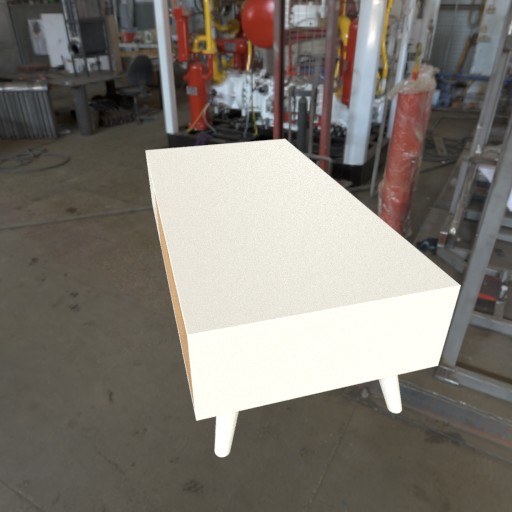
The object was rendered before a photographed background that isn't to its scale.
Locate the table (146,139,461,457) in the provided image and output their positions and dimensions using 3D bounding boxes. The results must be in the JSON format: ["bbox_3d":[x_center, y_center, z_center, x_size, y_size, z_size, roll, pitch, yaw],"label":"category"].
[{"bbox_3d":[0.000,0.000,1.518,0.609,0.432,1.194,-8,32,-14],"label":"table"}]
